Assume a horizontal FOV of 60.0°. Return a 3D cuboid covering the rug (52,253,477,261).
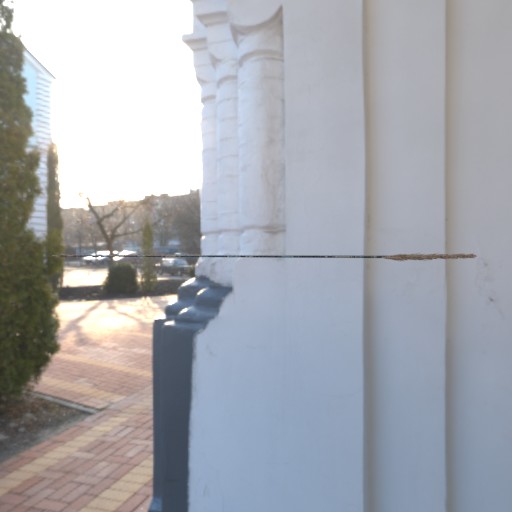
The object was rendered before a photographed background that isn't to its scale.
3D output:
[{"bbox_3d":[0.000,0.000,2.347,1.936,0.028,1.181,0,0,36],"label":"rug"}]
